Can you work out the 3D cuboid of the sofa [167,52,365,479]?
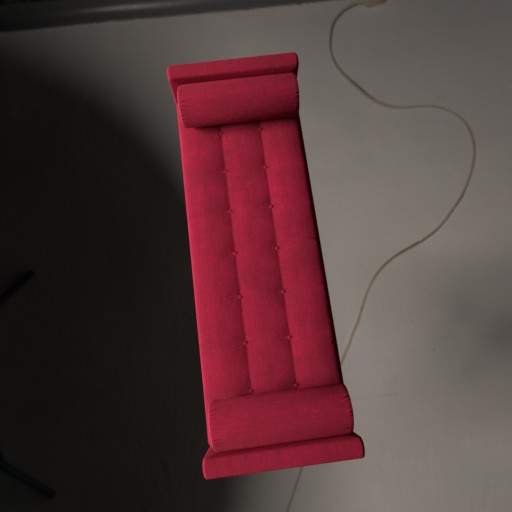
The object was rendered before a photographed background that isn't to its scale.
[{"bbox_3d":[0.000,0.000,2.356,0.686,0.635,1.981,-7,77,-2],"label":"sofa"}]
